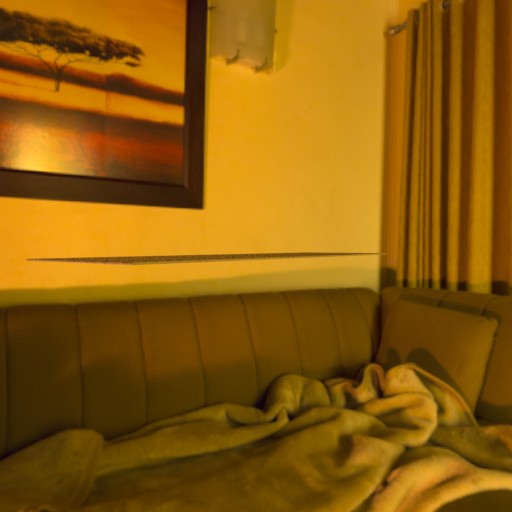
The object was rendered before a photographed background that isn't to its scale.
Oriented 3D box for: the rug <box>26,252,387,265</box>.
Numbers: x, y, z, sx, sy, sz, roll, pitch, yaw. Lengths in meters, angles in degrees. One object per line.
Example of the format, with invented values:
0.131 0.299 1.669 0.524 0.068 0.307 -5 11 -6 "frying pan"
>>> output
0.000 0.000 2.729 0.750 0.009 2.435 1 2 37 "rug"
